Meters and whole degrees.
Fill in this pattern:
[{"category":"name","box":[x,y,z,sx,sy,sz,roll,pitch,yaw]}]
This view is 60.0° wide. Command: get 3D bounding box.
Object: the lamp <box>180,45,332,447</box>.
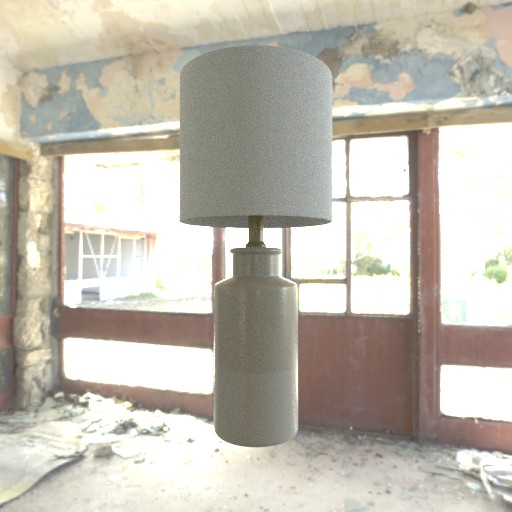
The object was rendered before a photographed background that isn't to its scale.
[{"category":"lamp","box":[0.000,0.000,0.623,0.212,0.493,0.212,1,-1,-36]}]
